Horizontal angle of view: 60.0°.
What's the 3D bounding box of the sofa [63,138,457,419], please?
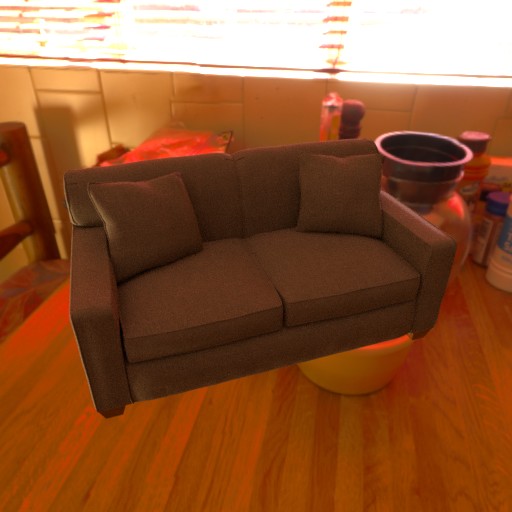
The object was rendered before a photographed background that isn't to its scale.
[{"bbox_3d":[0.000,0.000,2.417,1.846,0.958,1.000,-10,33,-16],"label":"sofa"}]
